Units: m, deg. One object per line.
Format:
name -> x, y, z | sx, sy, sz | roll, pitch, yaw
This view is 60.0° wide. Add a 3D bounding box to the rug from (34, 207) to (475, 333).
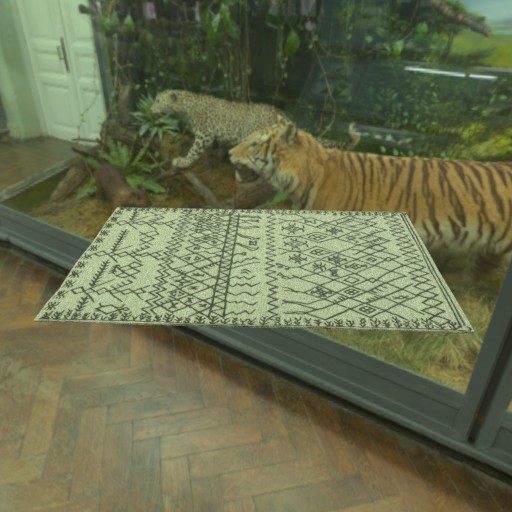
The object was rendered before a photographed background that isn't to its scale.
rug -> 0.000, 0.000, 4.861 | 3.824, 0.019, 2.393 | 1, 31, 2
